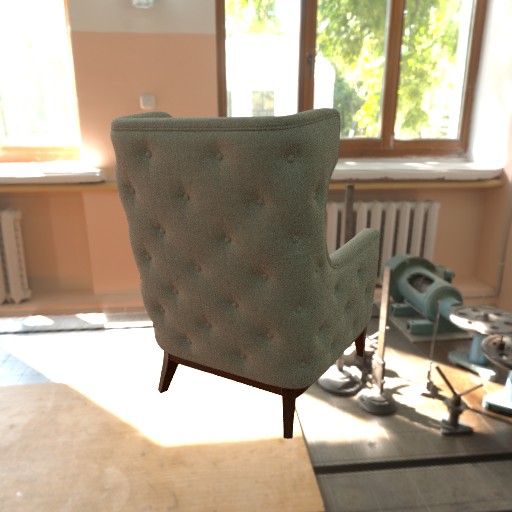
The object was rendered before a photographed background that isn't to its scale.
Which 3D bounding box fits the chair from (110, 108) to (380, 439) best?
[{"bbox_3d":[0.000,0.000,1.736,0.778,1.079,0.899,9,18,28],"label":"chair"}]
